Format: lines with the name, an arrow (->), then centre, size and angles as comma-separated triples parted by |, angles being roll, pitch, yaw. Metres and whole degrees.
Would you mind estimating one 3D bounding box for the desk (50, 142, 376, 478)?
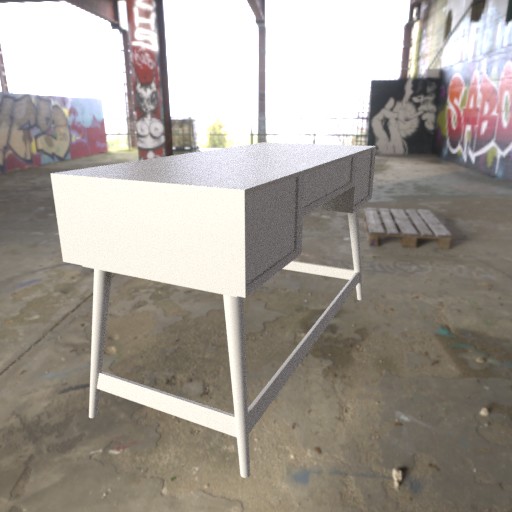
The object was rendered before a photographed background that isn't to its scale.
desk -> 0.000, 0.000, 1.720 | 0.589, 0.762, 1.313 | 9, 20, 25
